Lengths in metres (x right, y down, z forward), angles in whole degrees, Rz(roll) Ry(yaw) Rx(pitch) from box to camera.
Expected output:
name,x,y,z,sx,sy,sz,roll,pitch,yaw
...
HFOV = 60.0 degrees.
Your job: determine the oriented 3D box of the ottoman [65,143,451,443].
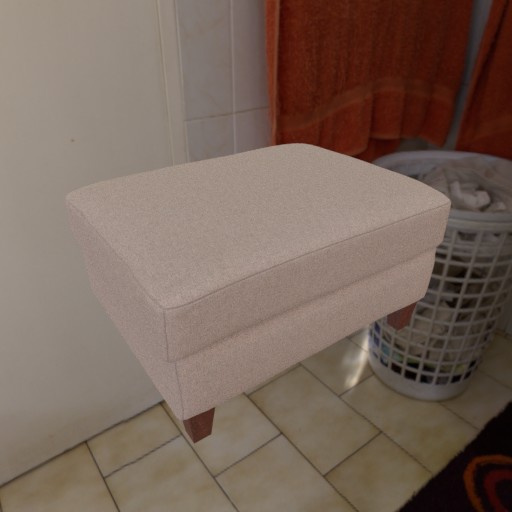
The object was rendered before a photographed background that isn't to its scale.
name,x,y,z,sx,sy,sz,roll,pitch,yaw
ottoman,0.000,0.000,1.342,0.902,0.511,0.692,-19,35,-30
